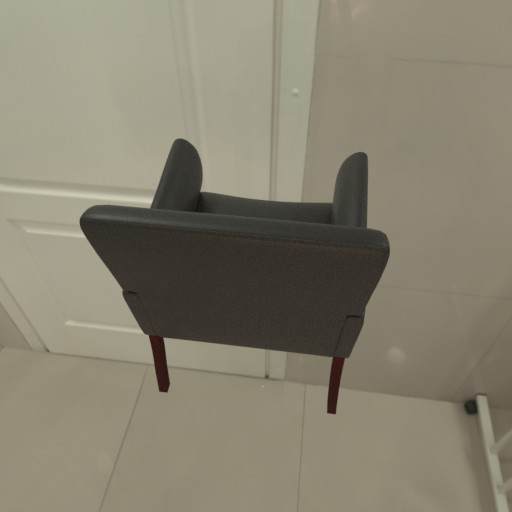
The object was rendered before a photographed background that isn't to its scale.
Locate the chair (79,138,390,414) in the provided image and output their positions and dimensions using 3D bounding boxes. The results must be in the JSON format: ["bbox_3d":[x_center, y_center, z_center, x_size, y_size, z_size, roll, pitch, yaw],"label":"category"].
[{"bbox_3d":[0.000,0.000,1.453,0.683,0.951,0.772,6,47,5],"label":"chair"}]
